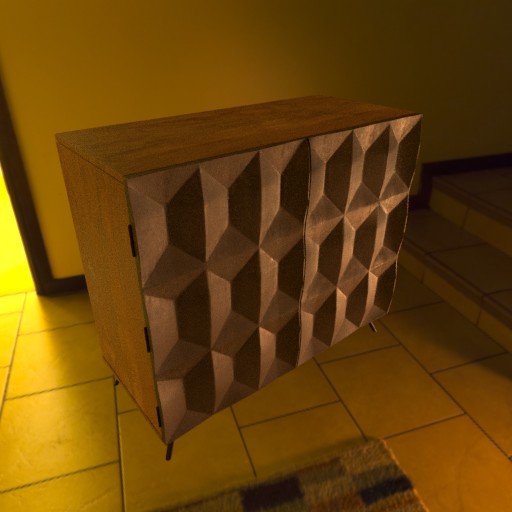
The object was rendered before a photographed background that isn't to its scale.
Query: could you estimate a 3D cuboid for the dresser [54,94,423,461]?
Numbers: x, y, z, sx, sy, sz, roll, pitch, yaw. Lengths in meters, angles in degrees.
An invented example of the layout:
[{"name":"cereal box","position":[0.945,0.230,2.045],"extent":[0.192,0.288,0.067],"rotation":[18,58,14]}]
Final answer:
[{"name":"dresser","position":[0.000,0.000,1.438],"extent":[0.967,0.847,0.446],"rotation":[-21,35,-33]}]
